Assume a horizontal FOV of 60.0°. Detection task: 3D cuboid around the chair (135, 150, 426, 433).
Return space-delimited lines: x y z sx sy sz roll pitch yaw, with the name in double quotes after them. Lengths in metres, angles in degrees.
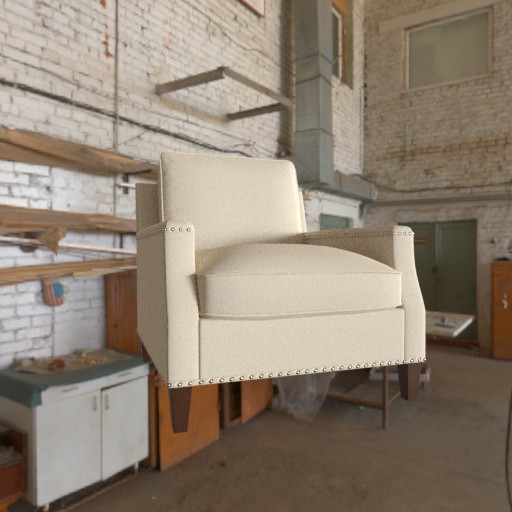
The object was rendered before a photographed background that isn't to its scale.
0.000 0.000 1.752 0.853 0.943 1.014 0 1 -20 "chair"
